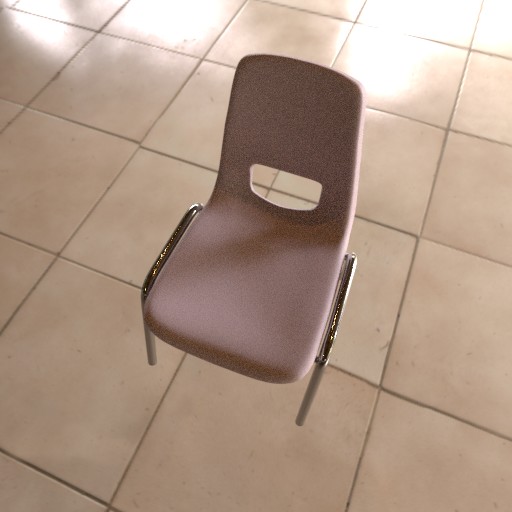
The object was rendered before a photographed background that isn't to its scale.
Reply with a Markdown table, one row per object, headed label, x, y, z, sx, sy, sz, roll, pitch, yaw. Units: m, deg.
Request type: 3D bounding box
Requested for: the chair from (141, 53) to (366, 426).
| label | x | y | z | sx | sy | sz | roll | pitch | yaw |
| --- | --- | --- | --- | --- | --- | --- | --- | --- | --- |
| chair | 0.000 | 0.000 | 0.784 | 0.354 | 0.536 | 0.385 | 19 | 61 | 11 |
